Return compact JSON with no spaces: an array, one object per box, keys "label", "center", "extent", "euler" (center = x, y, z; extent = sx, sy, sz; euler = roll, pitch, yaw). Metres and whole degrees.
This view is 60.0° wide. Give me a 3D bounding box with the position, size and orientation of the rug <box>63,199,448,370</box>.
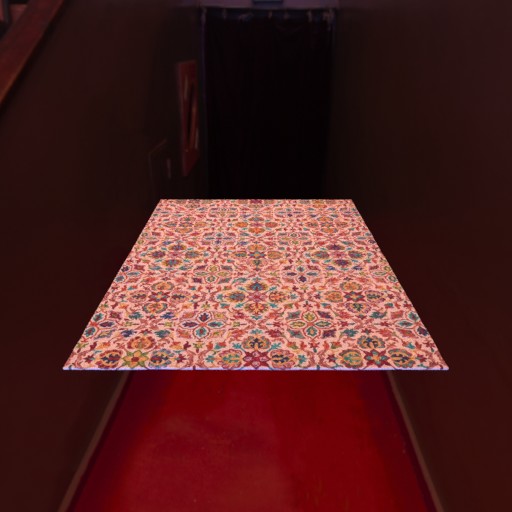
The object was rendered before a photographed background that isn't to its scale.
[{"label":"rug","center":[0.000,0.000,4.237],"extent":[2.446,0.020,3.215],"euler":[0,26,0]}]
